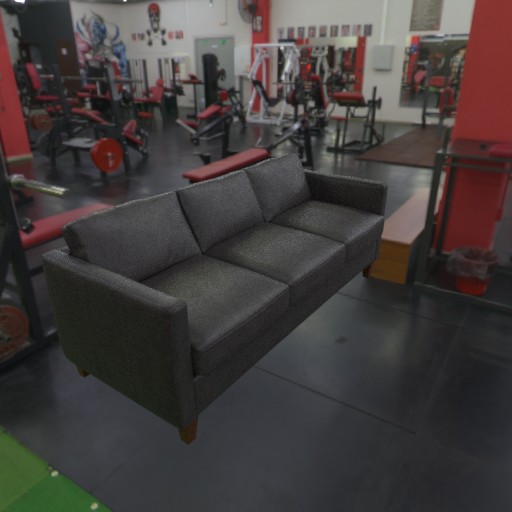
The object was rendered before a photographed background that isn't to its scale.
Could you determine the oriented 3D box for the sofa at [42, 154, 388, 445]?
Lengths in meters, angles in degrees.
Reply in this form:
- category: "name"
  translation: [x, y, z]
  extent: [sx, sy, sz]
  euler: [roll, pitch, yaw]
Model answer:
- category: "sofa"
  translation: [0.000, 0.000, 3.071]
  extent: [1.045, 1.006, 2.464]
  euler: [17, 29, 32]
